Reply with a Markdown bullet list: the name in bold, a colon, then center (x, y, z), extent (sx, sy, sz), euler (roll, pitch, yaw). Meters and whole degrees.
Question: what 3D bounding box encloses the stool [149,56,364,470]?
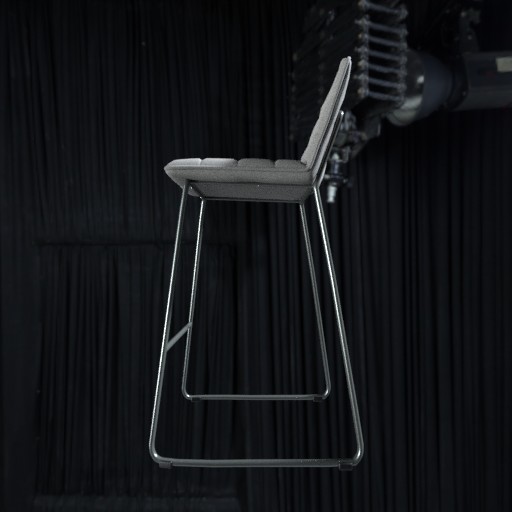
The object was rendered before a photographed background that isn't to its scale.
- **stool**: center (0.000, 0.000, 1.237), extent (0.490, 0.960, 0.490), euler (0, 0, 0)
